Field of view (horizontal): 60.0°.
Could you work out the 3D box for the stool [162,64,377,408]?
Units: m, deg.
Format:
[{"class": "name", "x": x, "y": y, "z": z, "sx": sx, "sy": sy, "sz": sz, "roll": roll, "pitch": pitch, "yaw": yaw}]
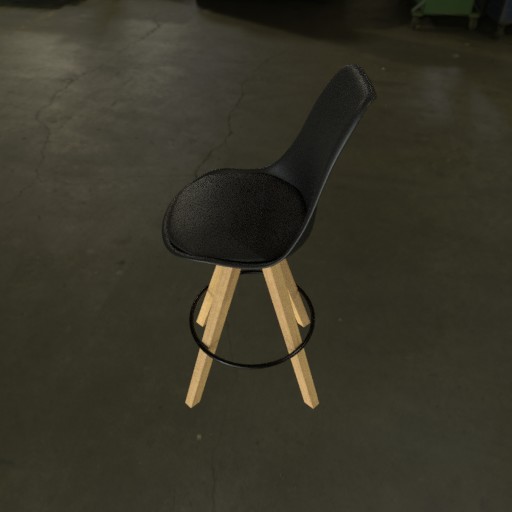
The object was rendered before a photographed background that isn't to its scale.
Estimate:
[{"class": "stool", "x": 0.000, "y": 0.000, "z": 1.409, "sx": 0.550, "sy": 1.115, "sz": 0.485, "roll": 0, "pitch": 42, "yaw": 0}]
